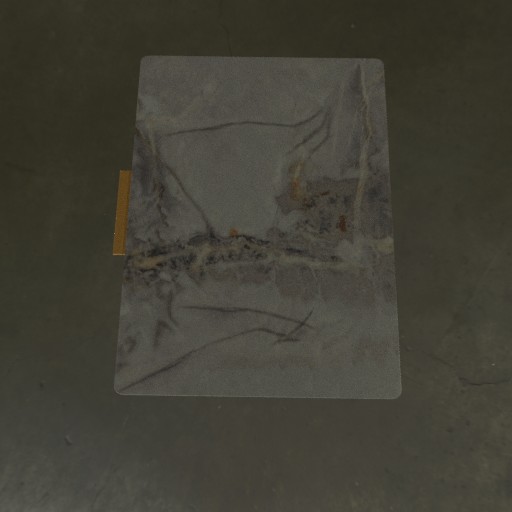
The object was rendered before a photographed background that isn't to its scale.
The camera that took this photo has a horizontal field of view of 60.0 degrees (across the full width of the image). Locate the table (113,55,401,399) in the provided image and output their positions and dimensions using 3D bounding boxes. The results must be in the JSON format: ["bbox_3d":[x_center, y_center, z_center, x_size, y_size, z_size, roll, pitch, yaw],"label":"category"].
[{"bbox_3d":[0.000,0.000,0.905,0.400,0.570,0.500,1,77,0],"label":"table"}]
